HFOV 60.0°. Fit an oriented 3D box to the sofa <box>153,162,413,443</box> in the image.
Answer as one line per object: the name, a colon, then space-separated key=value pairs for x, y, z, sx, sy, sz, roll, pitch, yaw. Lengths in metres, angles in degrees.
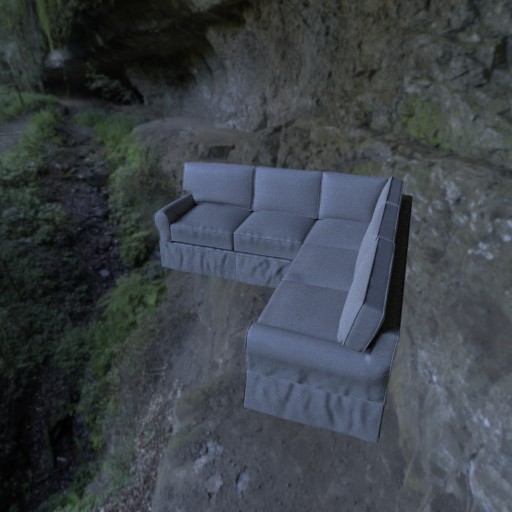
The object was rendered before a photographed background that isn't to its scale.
sofa: x=0.000 y=0.000 z=4.109 sx=2.618 sy=1.081 sz=2.623 roll=9 pitch=29 yaw=17
